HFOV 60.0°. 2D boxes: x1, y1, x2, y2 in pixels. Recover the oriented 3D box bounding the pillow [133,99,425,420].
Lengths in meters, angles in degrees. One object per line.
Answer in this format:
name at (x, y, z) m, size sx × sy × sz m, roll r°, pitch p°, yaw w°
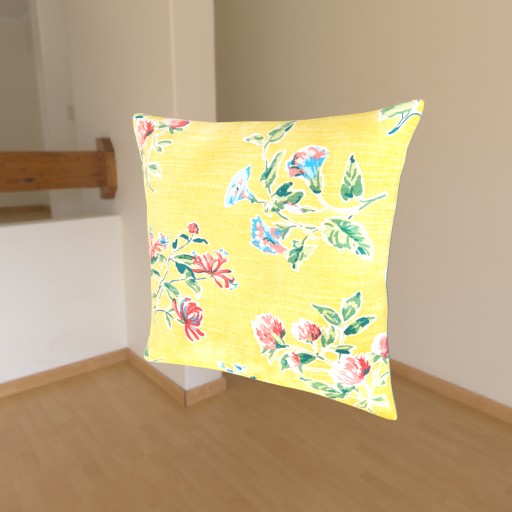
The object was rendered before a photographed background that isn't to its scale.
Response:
pillow at (0.000, 0.000, 0.791) m, size 0.525 × 0.508 × 0.166 m, roll 6°, pitch 15°, yaw 25°
